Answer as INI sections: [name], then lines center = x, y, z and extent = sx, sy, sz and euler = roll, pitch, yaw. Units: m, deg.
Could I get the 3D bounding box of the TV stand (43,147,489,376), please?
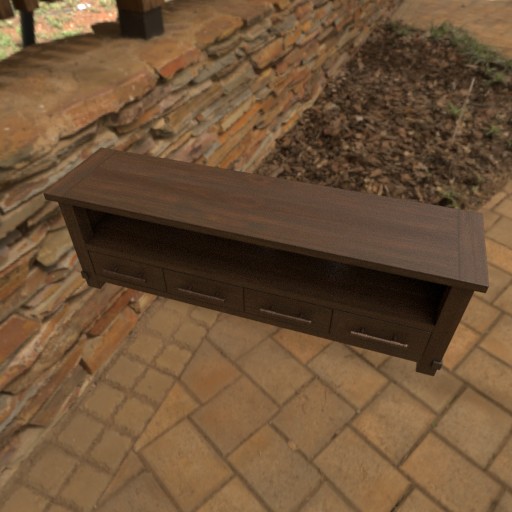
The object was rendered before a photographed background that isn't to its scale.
[TV stand]
center = 0.000, 0.000, 2.130
extent = 1.866, 0.615, 0.471
euler = 12, 43, 14
